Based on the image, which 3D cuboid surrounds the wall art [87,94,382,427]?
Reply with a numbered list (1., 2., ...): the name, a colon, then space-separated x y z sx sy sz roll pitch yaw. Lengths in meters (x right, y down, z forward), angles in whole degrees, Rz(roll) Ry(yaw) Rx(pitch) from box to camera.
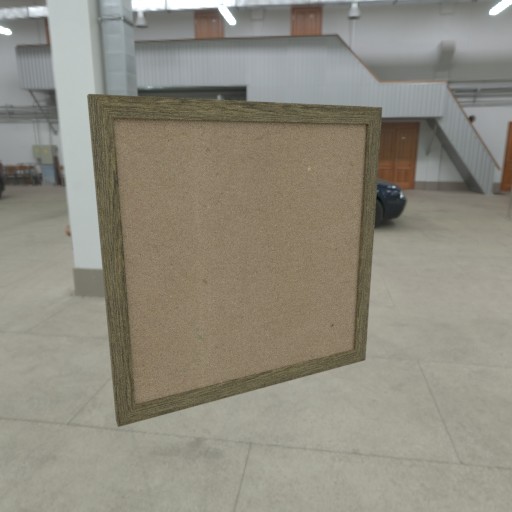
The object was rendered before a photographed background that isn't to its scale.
1. wall art: 0.000 0.000 0.772 0.508 0.508 0.019 -7 16 -26
